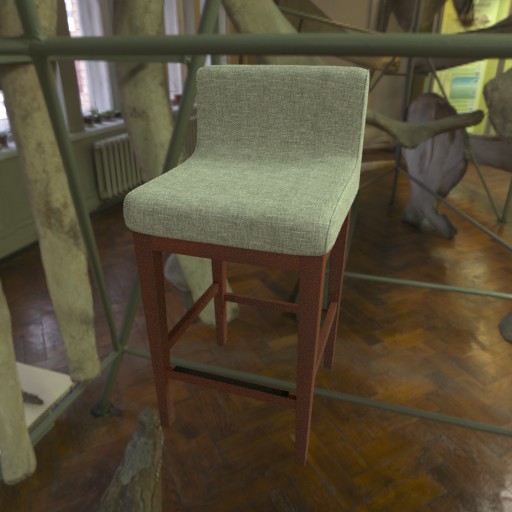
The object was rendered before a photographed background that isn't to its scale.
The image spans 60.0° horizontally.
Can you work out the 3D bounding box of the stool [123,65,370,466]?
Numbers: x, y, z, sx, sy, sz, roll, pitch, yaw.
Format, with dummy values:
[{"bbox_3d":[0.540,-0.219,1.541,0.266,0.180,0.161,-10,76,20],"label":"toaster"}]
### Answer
[{"bbox_3d":[0.000,0.000,1.070,0.417,0.835,0.459,8,26,17],"label":"stool"}]
